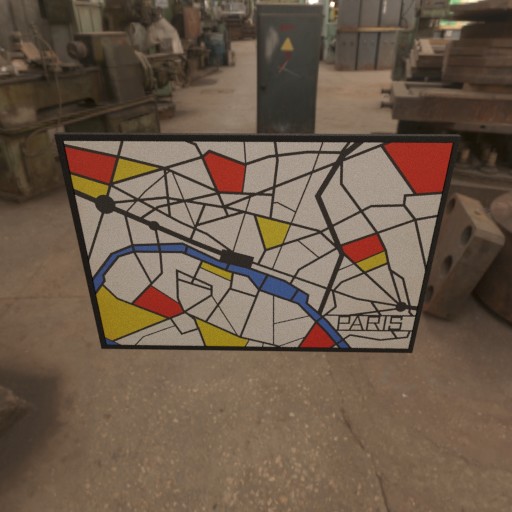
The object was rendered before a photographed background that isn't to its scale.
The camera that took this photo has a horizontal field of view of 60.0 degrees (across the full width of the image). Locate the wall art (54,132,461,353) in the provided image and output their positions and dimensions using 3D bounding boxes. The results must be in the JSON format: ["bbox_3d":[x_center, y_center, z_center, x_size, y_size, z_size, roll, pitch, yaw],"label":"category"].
[{"bbox_3d":[0.000,0.000,0.841,0.664,0.458,0.013,1,29,1],"label":"wall art"}]
